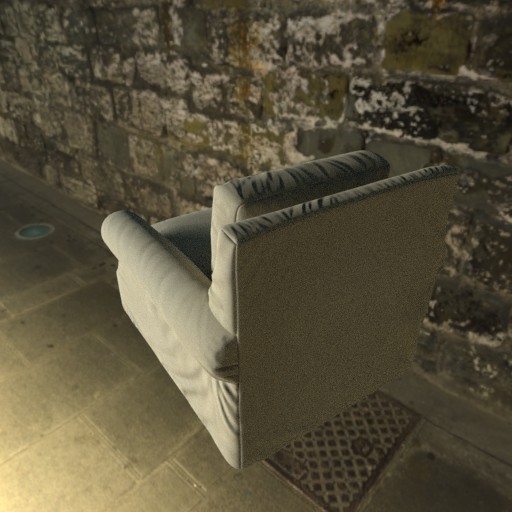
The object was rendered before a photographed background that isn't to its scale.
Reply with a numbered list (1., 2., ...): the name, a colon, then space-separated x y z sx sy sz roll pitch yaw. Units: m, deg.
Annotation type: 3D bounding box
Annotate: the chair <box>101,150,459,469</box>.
1. chair: 0.000 0.000 1.696 0.940 0.866 1.066 -19 35 -29
